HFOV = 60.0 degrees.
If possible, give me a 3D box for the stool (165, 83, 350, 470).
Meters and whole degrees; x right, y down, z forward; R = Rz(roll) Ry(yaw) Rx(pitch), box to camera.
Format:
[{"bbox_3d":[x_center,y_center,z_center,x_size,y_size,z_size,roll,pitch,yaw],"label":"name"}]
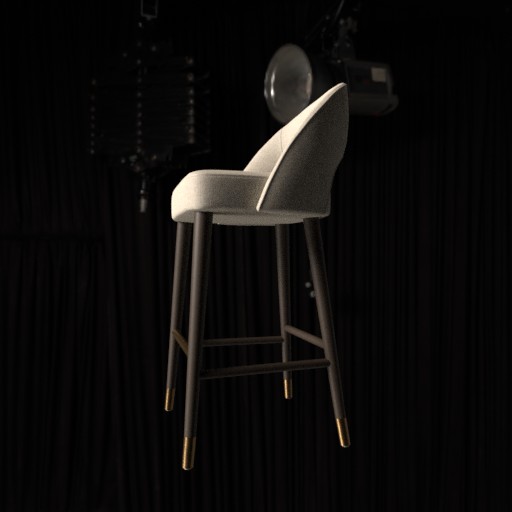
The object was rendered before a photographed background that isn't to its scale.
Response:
[{"bbox_3d":[0.000,0.000,1.359,0.509,1.037,0.494,0,0,-17],"label":"stool"}]
